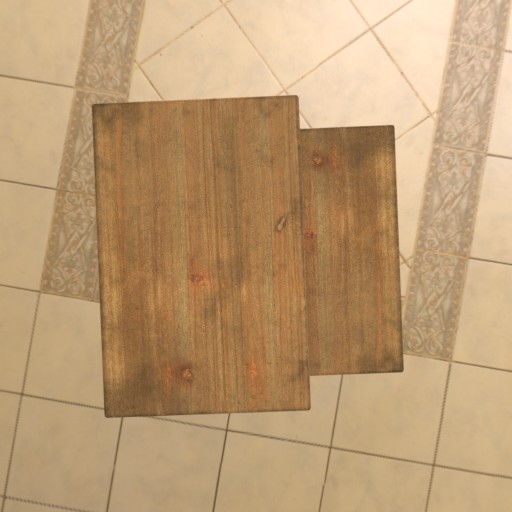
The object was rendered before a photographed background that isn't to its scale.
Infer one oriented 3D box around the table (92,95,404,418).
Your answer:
[{"bbox_3d":[0.000,0.000,0.931,0.460,0.615,0.456,0,90,0],"label":"table"}]
